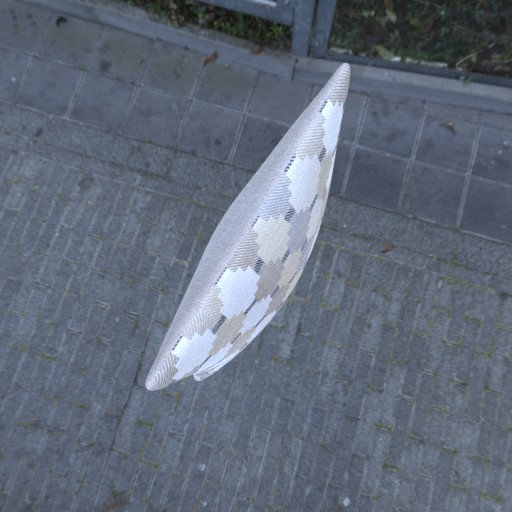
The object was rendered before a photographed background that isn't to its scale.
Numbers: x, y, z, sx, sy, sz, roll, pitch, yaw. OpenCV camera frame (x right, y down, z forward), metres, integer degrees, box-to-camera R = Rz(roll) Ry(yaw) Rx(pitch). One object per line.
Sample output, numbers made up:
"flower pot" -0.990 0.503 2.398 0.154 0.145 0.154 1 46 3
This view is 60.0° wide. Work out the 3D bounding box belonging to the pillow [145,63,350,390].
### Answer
"pillow" 0.000 0.000 0.884 0.192 0.558 0.578 29 78 7
